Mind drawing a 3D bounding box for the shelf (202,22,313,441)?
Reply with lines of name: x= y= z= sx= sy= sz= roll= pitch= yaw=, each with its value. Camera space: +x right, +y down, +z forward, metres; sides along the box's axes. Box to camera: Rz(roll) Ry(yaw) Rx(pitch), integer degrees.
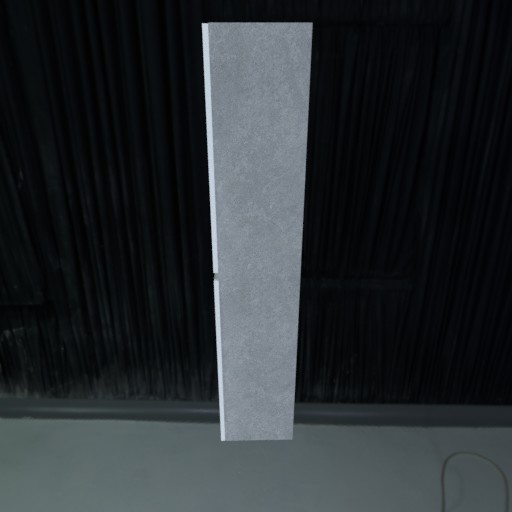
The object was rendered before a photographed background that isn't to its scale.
shelf: x=0.000 y=0.000 z=1.516 sx=0.270 sy=1.400 sz=0.300 roll=-1 pitch=25 yaw=-1
